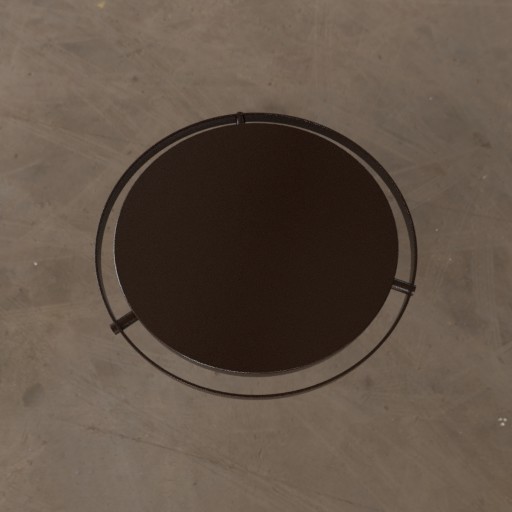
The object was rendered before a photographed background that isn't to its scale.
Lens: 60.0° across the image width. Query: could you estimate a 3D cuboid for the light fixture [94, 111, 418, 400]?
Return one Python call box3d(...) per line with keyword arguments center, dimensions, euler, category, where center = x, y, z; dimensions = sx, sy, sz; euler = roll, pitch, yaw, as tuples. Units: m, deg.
box3d(center=(0.000, 0.000, 0.555), dimensions=(0.361, 0.130, 0.361), euler=(0, 64, 0), category="light fixture")
